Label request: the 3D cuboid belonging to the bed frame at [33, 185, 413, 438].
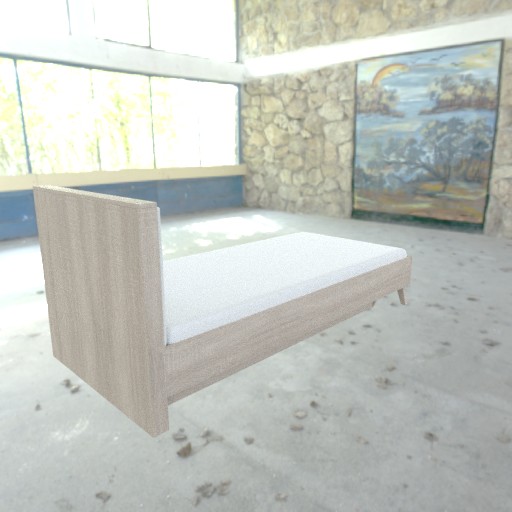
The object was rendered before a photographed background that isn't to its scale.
[{"bbox_3d":[0.000,0.000,2.703,0.990,0.920,2.140,14,19,43],"label":"bed frame"}]
